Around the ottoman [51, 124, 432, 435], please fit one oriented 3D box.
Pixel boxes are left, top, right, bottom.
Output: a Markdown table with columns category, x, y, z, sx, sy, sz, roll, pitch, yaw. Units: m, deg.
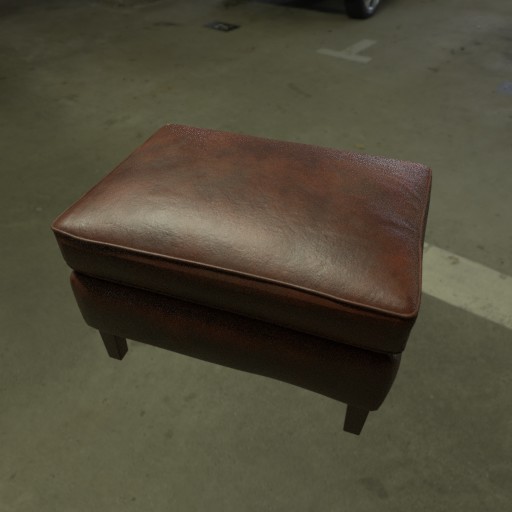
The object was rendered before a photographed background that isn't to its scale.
| category | x | y | z | sx | sy | sz | roll | pitch | yaw |
| --- | --- | --- | --- | --- | --- | --- | --- | --- | --- |
| ottoman | 0.000 | 0.000 | 0.983 | 0.665 | 0.432 | 0.501 | 13 | 43 | 14 |
